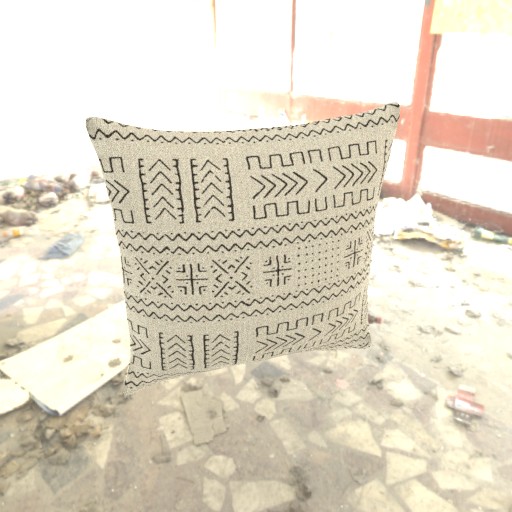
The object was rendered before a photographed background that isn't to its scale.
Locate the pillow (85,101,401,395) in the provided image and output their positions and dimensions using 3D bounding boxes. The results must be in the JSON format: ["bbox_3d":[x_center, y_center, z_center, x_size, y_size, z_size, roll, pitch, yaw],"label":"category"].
[{"bbox_3d":[0.000,0.000,0.670,0.438,0.430,0.164,-8,26,-16],"label":"pillow"}]
